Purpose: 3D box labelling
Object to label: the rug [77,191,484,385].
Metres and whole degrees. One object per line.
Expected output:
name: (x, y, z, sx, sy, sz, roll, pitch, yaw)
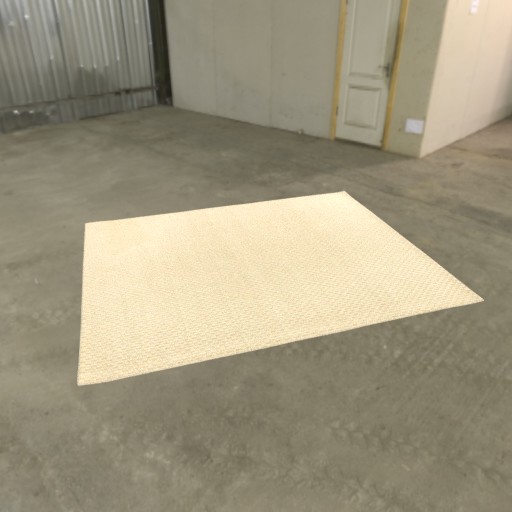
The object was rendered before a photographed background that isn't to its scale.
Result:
rug: (0.000, 0.000, 3.892, 2.897, 0.035, 2.277, -9, 31, -15)
